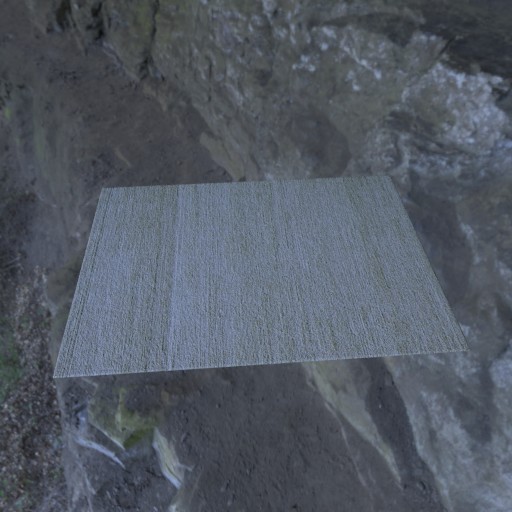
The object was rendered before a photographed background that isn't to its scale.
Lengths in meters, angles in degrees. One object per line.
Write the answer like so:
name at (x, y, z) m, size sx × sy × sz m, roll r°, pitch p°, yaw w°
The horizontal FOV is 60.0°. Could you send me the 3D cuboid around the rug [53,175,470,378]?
rug at (0.000, 0.000, 5.100) m, size 3.935 × 0.025 × 2.782 m, roll -3°, pitch 47°, yaw -3°
